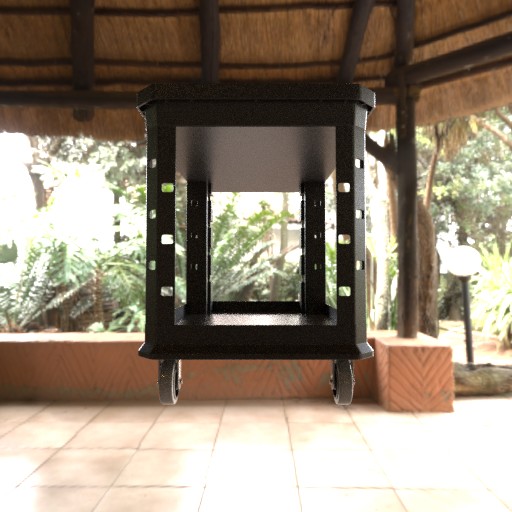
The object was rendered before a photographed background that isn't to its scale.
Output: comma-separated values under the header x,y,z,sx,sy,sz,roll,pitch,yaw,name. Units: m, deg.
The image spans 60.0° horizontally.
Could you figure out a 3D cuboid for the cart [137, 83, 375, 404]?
x,y,z,sx,sy,sz,roll,pitch,yaw,name
0.000,0.000,1.791,0.674,0.884,1.239,0,-2,0,cart
